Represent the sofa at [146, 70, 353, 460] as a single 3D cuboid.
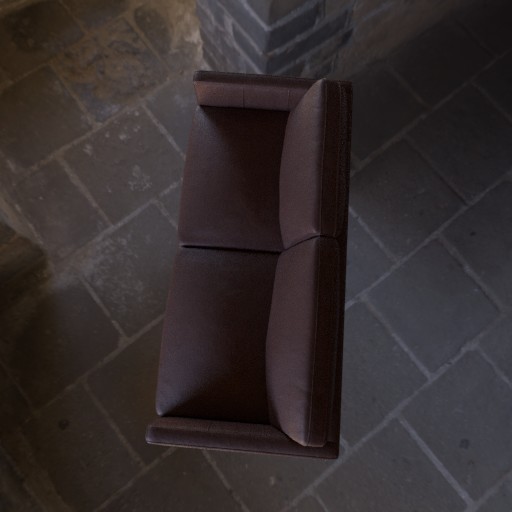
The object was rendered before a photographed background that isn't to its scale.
[{"bbox_3d":[0.000,0.000,2.468,0.923,0.863,1.971,5,77,1],"label":"sofa"}]
